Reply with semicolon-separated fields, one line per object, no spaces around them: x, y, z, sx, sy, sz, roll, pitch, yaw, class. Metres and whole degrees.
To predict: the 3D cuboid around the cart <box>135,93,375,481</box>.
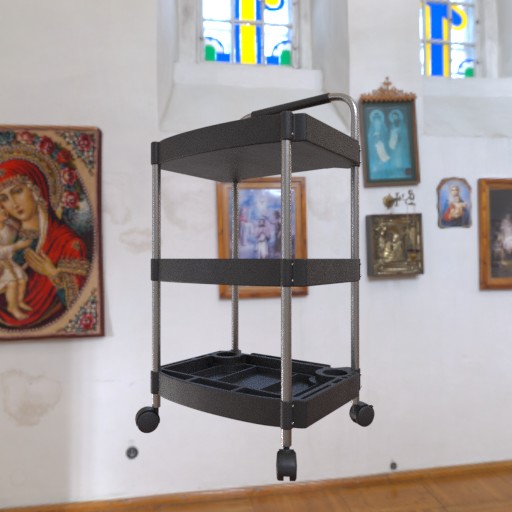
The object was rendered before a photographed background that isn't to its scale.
0.000;0.000;1.391;0.584;1.075;0.518;0;0;36;cart
